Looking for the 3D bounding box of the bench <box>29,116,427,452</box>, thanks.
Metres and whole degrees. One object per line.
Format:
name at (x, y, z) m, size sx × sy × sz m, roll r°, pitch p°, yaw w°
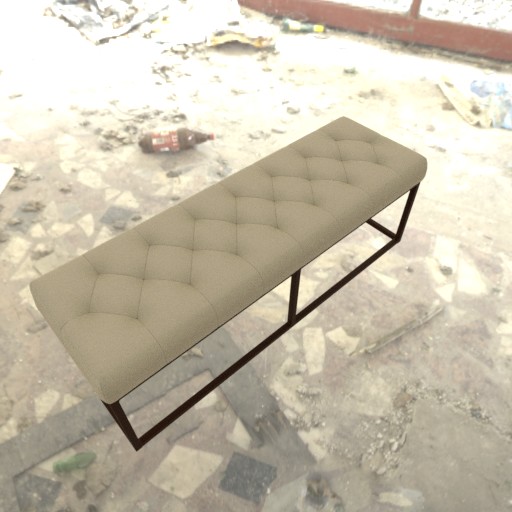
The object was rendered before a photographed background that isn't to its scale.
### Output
bench at (0.000, 0.000, 1.728) m, size 1.488 × 0.488 × 0.479 m, roll -33°, pitch 56°, yaw -27°
